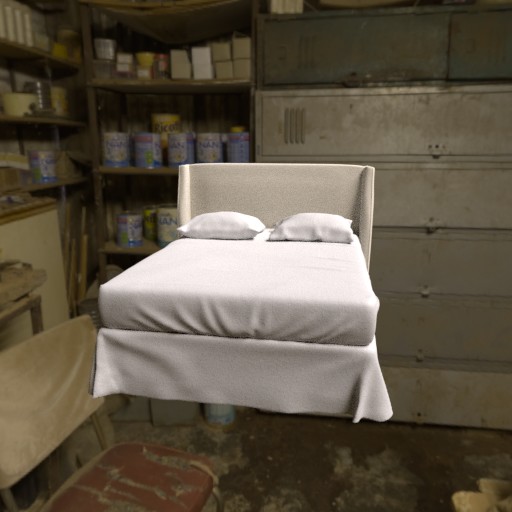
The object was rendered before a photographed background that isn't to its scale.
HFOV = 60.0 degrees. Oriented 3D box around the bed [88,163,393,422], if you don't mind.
[{"bbox_3d":[0.000,0.000,3.480,1.925,1.332,2.276,2,14,9],"label":"bed"}]
